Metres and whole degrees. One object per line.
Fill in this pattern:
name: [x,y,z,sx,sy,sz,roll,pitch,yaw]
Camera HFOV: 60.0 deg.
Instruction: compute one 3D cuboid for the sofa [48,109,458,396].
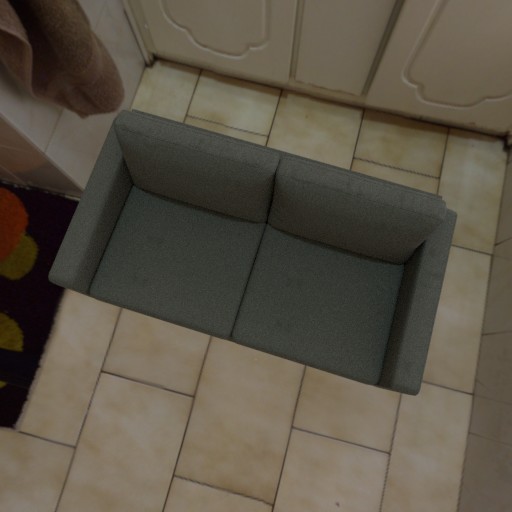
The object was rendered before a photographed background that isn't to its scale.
sofa: [0.000,0.000,2.250,1.730,0.897,0.889,17,77,4]
